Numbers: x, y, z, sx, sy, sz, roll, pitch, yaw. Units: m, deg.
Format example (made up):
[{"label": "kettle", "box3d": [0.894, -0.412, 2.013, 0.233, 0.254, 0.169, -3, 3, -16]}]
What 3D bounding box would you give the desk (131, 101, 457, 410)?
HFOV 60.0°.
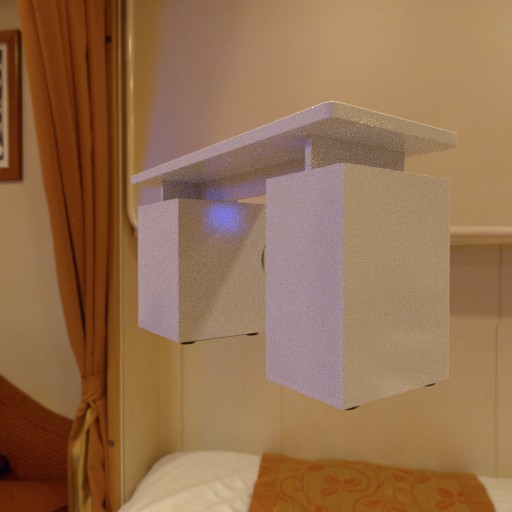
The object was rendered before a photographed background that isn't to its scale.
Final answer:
[{"label": "desk", "box3d": [0.000, 0.000, 1.778, 0.550, 0.762, 1.400, -1, 1, -35]}]
